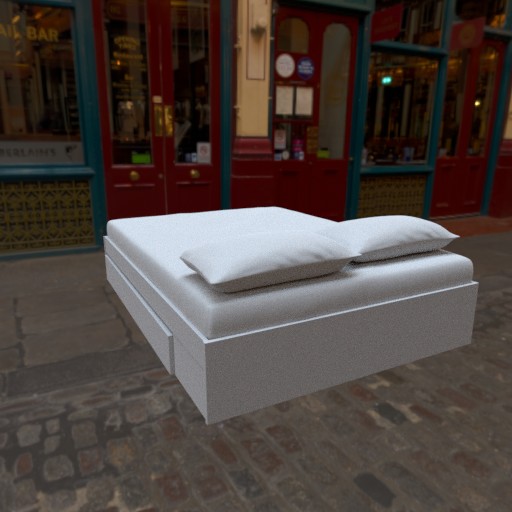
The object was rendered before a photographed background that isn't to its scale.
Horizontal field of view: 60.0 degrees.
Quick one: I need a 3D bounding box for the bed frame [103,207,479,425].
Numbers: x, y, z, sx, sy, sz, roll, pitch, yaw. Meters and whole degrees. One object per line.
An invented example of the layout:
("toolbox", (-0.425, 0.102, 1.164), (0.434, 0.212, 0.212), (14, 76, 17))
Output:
("bed frame", (0.000, 0.000, 2.666), (1.450, 0.629, 1.950), (-8, 17, -27))
